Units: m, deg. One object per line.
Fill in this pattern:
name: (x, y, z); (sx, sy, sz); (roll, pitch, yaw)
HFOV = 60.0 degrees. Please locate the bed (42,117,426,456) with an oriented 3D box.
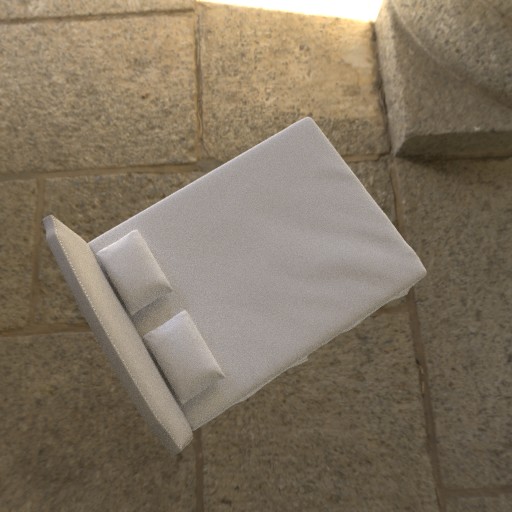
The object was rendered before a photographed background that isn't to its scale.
bed: (0.000, 0.000, 2.980); (1.999, 1.270, 1.558); (-32, 78, -8)
